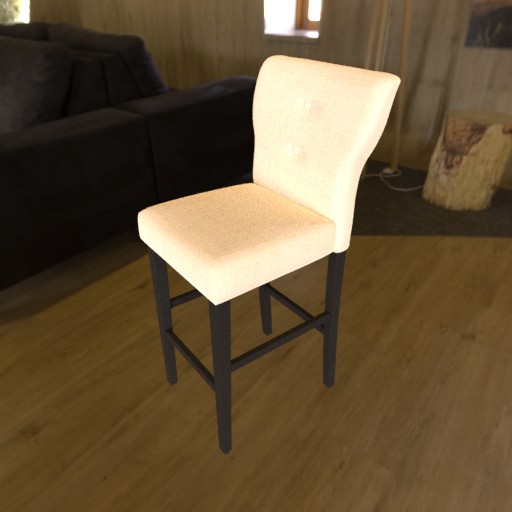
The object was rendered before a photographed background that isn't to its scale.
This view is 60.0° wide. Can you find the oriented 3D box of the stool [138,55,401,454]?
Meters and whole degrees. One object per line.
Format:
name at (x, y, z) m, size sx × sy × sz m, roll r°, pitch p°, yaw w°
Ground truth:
stool at (0.000, 0.000, 1.442) m, size 0.603 × 1.124 × 0.516 m, roll -21°, pitch 37°, yaw -31°
